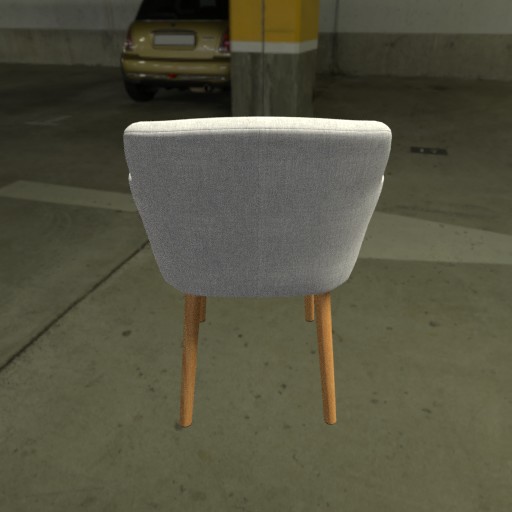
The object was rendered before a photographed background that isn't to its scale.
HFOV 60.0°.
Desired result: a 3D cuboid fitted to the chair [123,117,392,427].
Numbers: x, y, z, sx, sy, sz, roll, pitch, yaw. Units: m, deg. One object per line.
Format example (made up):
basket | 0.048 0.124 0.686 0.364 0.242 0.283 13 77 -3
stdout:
chair | 0.000 0.000 1.130 0.570 0.780 0.540 0 29 -1
